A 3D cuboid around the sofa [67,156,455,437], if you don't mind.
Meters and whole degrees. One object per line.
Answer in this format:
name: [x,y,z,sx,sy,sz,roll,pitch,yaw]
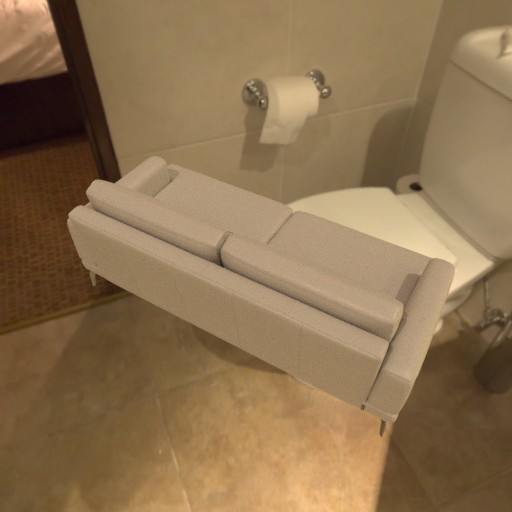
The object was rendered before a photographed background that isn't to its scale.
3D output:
sofa: [0.000,0.000,2.419,1.940,0.765,0.974,23,50,21]
